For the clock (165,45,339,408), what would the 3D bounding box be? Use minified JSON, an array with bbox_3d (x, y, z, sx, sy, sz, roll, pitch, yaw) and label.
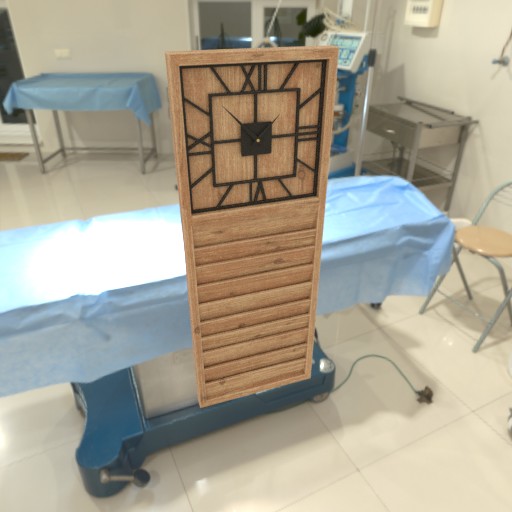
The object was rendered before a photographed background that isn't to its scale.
[{"bbox_3d":[0.000,0.000,1.135,0.361,0.965,0.030,-10,32,-17],"label":"clock"}]
